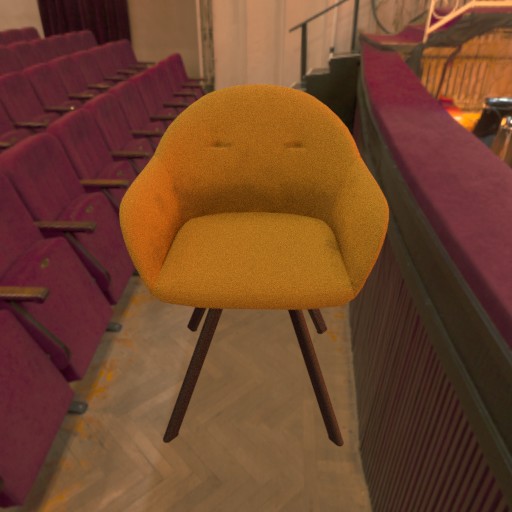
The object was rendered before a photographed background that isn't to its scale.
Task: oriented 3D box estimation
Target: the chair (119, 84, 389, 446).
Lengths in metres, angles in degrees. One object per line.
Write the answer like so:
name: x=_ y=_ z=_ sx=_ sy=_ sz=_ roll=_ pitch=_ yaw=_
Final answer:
chair: x=0.000 y=0.000 z=1.168 sx=0.545 sy=0.775 sz=0.565 roll=1 pitch=30 yaw=1
